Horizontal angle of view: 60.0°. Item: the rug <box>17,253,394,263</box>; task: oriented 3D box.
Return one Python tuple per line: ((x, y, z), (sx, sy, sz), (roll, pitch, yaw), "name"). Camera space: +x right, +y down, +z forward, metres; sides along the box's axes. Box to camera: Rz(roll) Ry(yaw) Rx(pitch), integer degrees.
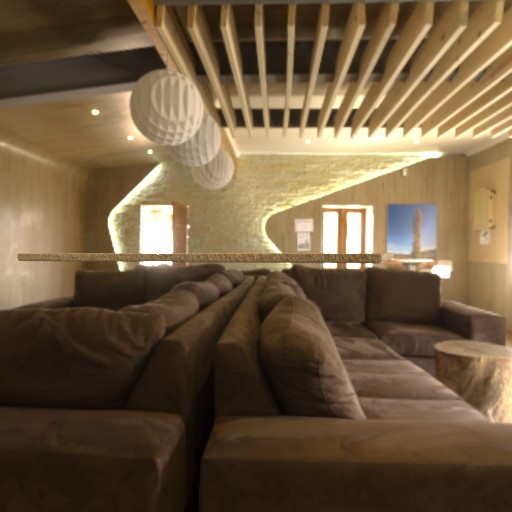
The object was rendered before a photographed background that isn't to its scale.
((0.000, 0.000, 2.064), (1.199, 0.025, 1.600), (0, 0, 18), "rug")
